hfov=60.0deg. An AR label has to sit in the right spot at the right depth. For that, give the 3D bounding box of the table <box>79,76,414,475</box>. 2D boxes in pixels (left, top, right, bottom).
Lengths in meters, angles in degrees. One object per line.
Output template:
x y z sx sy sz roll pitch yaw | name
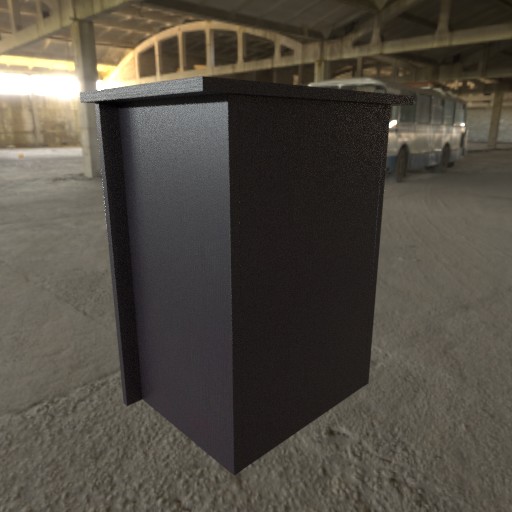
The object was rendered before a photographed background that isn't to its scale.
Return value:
0.000 0.000 1.036 0.589 0.711 0.408 -15 22 -42 | table
